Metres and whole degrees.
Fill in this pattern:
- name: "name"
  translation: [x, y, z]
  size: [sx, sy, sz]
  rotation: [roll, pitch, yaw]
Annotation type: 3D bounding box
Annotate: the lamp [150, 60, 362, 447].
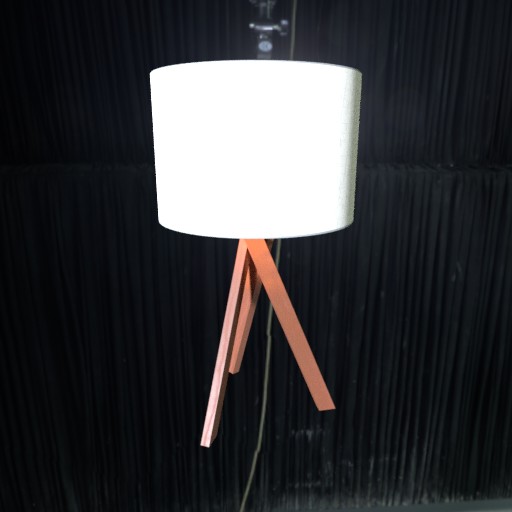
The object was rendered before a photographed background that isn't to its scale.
- name: "lamp"
  translation: [0.000, 0.000, 0.907]
  size: [0.380, 0.686, 0.380]
  rotation: [-3, 16, -9]
